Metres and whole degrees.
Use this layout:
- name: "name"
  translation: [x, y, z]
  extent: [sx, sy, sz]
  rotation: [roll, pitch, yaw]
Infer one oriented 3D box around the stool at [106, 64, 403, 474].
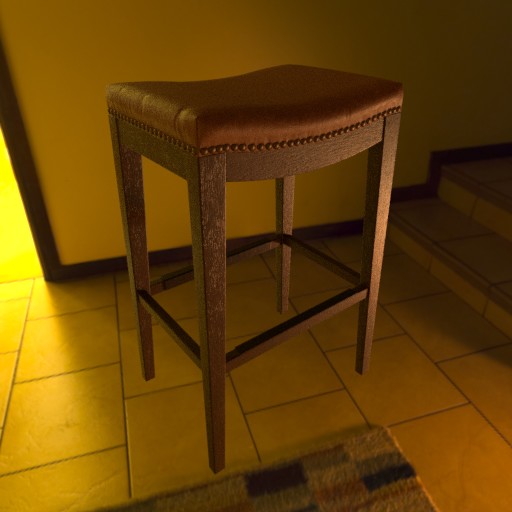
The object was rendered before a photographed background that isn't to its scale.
- name: "stool"
  translation: [0.000, 0.000, 1.019]
  extent: [0.500, 0.759, 0.361]
  rotation: [-21, 37, -32]
